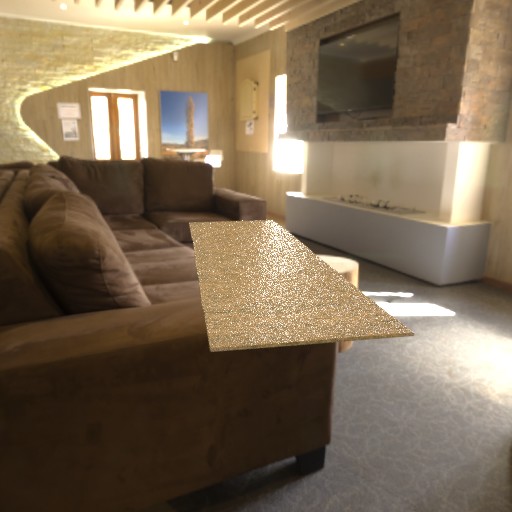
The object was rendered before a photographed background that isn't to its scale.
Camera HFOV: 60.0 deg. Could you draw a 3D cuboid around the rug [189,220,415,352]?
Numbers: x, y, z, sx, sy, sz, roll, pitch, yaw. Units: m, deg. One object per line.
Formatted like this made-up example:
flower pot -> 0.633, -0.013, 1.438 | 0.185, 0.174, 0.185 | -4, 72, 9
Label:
rug -> 0.000, 0.000, 2.529 | 0.700, 0.014, 2.290 | -2, 15, -10
